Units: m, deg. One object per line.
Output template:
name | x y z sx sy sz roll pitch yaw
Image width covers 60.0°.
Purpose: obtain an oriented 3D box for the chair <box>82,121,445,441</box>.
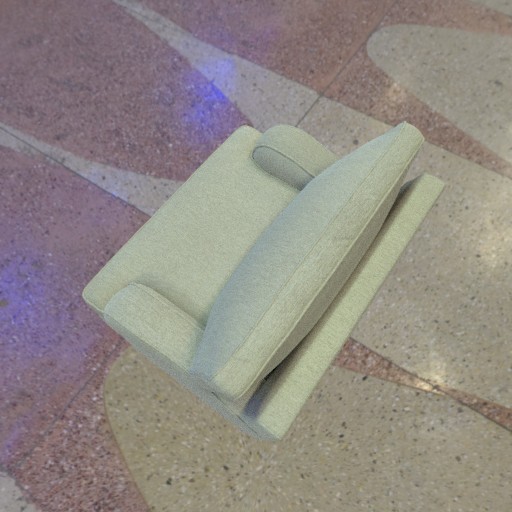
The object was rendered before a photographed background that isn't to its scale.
chair | 0.000 0.000 1.962 1.041 1.016 1.220 33 68 15
